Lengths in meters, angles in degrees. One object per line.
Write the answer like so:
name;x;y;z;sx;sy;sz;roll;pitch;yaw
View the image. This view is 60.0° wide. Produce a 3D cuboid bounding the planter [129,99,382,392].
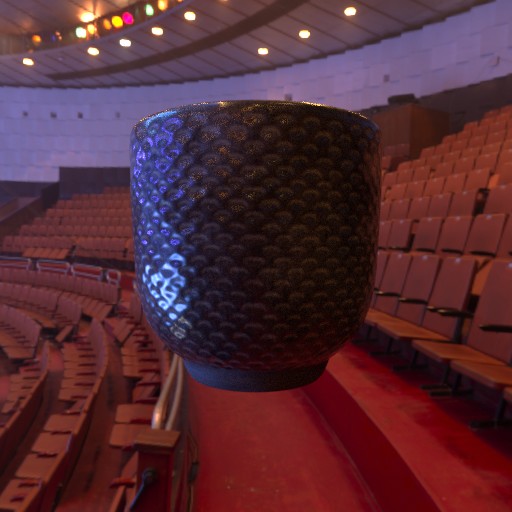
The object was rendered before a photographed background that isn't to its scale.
planter;0.000;0.000;0.360;0.197;0.191;0.197;0;1;0
